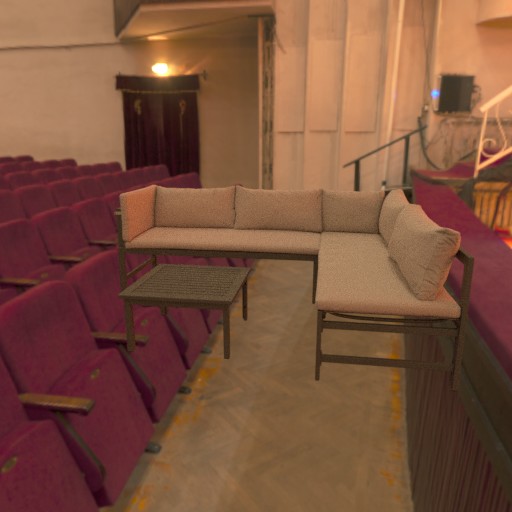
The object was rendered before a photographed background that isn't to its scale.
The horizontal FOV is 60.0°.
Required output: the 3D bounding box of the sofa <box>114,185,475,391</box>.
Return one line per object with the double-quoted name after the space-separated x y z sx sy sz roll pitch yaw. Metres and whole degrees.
0.000 0.000 2.852 2.096 0.758 1.658 2 15 8 "sofa"
